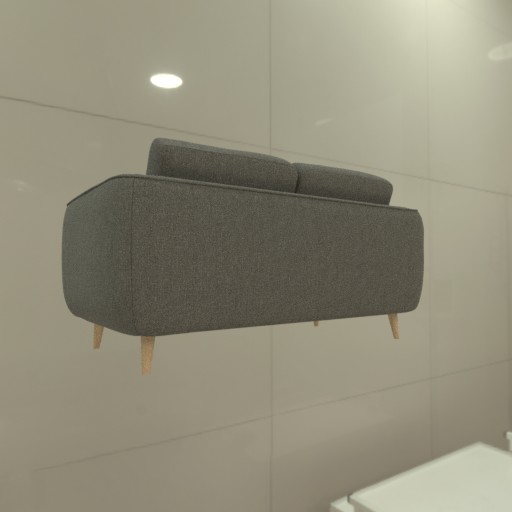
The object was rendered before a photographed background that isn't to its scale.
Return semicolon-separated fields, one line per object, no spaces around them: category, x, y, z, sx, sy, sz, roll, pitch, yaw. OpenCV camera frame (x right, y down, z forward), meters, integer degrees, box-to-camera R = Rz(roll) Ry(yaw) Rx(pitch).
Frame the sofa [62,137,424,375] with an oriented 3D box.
sofa;0.000;0.000;2.221;1.700;0.870;0.920;1;-2;-35
